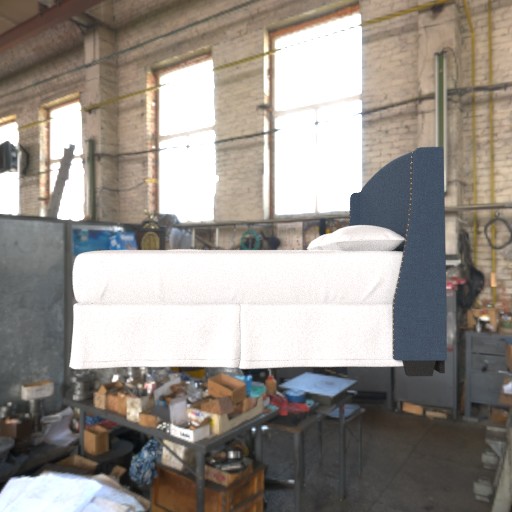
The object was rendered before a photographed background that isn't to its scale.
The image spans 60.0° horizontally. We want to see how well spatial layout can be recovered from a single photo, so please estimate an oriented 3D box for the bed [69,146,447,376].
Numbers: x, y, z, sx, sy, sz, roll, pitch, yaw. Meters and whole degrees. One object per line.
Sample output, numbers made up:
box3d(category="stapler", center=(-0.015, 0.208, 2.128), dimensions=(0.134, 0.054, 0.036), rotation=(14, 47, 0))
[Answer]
box3d(category="bed", center=(0.000, 0.000, 3.399), dimensions=(2.237, 1.407, 1.710), rotation=(0, -1, 0))
